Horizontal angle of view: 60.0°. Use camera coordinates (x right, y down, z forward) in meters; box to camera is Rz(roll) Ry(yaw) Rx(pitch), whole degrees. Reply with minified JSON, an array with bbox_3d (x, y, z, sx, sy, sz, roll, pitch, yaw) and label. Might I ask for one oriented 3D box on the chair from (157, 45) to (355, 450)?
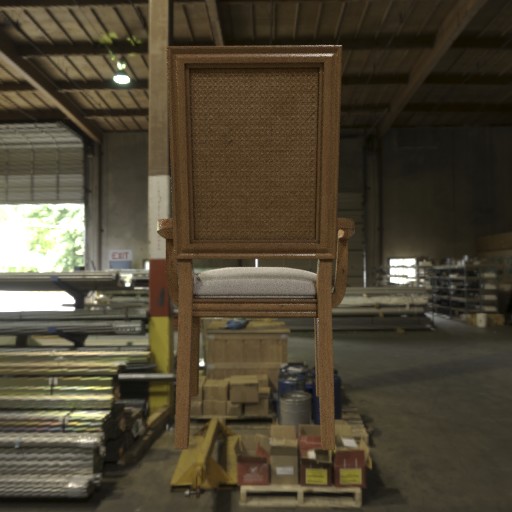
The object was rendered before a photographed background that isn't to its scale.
[{"bbox_3d":[0.000,0.000,1.335,0.606,0.990,0.602,0,-2,1],"label":"chair"}]
